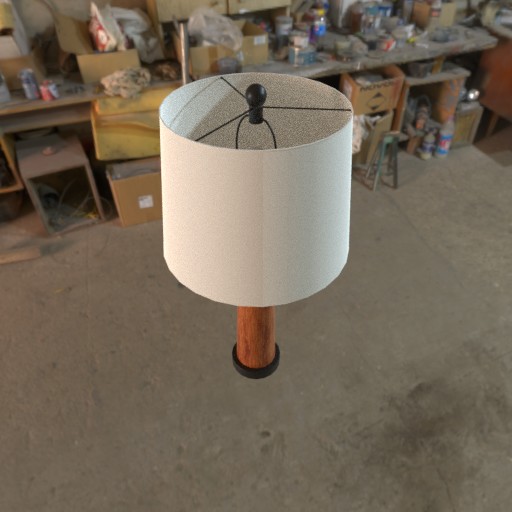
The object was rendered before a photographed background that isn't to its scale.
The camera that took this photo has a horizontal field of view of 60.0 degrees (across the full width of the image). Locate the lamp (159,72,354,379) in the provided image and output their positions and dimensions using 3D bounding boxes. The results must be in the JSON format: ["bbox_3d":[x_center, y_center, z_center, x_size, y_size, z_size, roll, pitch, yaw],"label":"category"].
[{"bbox_3d":[0.000,0.000,0.869,0.349,0.667,0.349,0,41,0],"label":"lamp"}]
